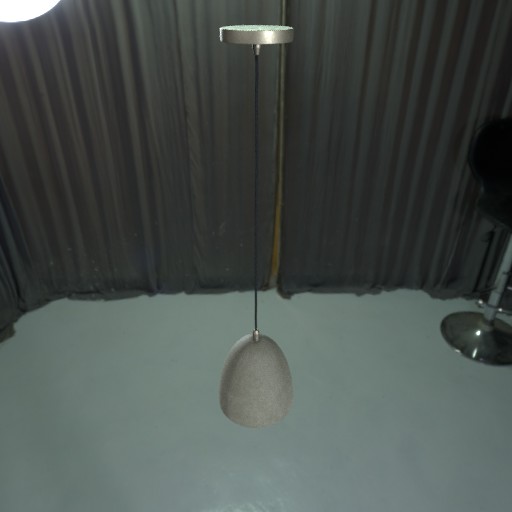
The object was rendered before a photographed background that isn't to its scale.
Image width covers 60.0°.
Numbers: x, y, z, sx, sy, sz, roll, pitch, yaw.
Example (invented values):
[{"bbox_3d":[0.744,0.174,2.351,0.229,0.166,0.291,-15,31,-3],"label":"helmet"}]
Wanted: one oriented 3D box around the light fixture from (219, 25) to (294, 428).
[{"bbox_3d":[0.000,0.000,0.828,0.170,0.759,0.170,-2,31,-4],"label":"light fixture"}]
